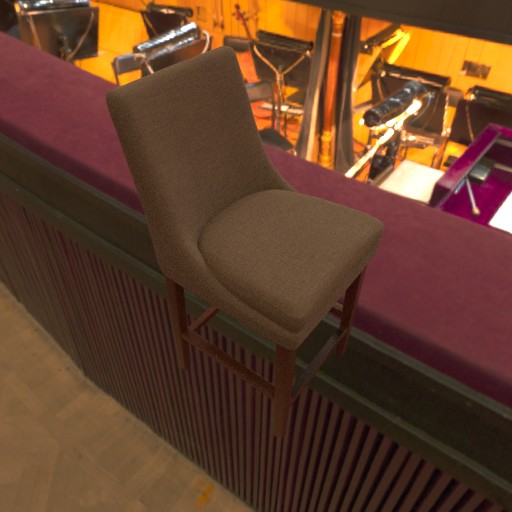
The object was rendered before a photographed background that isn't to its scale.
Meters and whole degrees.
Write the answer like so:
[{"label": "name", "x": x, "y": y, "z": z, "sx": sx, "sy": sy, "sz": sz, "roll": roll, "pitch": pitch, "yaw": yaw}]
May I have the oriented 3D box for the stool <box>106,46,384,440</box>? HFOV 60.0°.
[{"label": "stool", "x": 0.000, "y": 0.000, "z": 1.298, "sx": 0.577, "sy": 0.981, "sz": 0.470, "roll": 27, "pitch": 49, "yaw": 26}]
